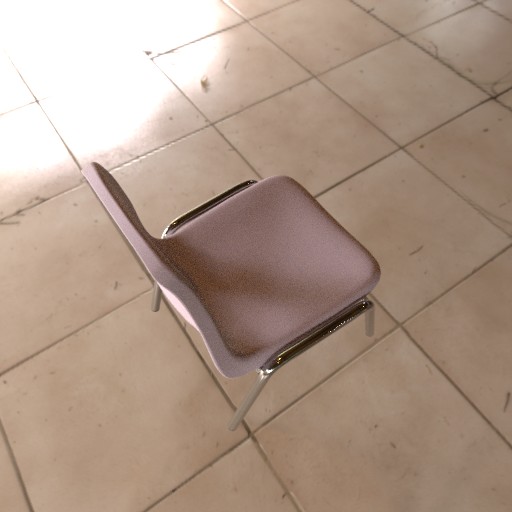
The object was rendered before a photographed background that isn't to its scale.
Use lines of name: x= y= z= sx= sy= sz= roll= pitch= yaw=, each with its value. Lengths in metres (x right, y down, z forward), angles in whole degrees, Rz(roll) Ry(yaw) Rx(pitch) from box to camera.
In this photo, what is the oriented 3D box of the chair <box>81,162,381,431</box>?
chair: x=0.000 y=0.000 z=0.756 sx=0.385 sy=0.536 sz=0.354 roll=-31 pitch=63 yaw=-18
